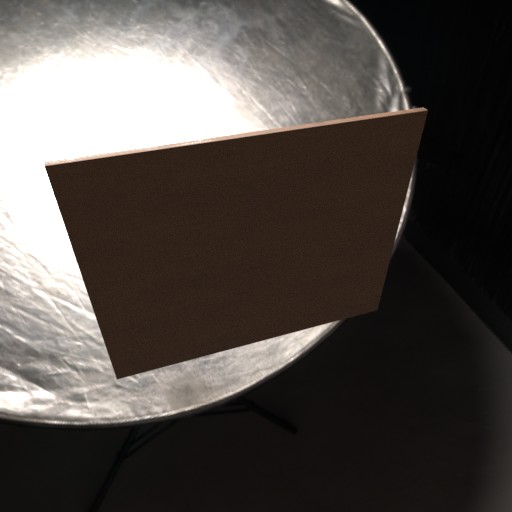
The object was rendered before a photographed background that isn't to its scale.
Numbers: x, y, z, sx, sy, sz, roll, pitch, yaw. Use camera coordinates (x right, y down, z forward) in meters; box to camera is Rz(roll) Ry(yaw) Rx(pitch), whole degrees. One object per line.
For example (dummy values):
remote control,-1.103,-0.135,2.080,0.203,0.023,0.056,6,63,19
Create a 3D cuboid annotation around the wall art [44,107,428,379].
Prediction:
wall art,0.000,0.000,0.697,0.508,0.408,0.012,-12,41,-14
